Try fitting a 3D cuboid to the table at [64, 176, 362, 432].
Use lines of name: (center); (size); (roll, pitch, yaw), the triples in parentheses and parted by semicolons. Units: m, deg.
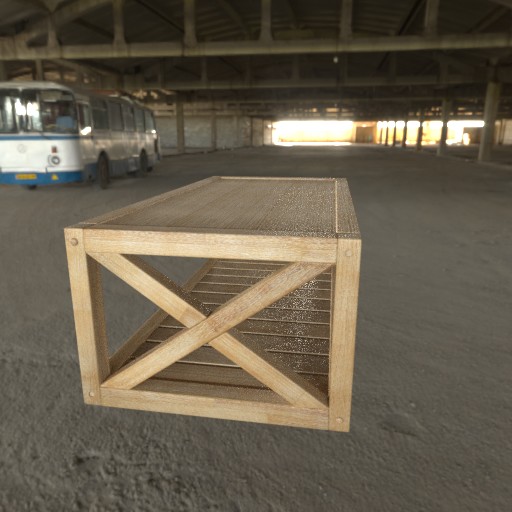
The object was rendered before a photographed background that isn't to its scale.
table: (0.000, 0.000, 1.631); (0.660, 0.457, 1.321); (3, 16, 9)
